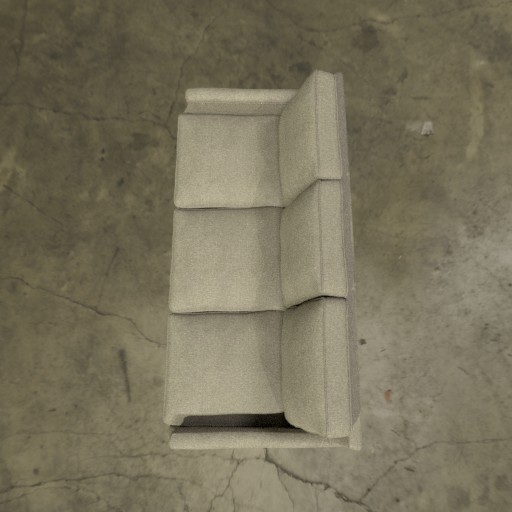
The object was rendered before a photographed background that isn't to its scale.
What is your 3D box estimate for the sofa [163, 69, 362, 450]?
[{"bbox_3d":[0.000,0.000,2.797,1.084,1.003,2.246,0,76,0],"label":"sofa"}]
